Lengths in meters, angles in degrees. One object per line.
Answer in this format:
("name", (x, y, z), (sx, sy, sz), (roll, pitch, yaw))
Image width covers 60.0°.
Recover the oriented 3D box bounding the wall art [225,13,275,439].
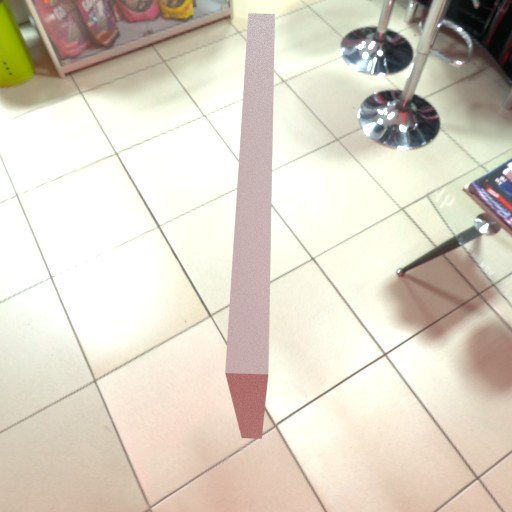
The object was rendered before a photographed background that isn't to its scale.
("wall art", (0.000, 0.000, 0.729), (0.038, 0.506, 0.506), (2, 62, 1))
